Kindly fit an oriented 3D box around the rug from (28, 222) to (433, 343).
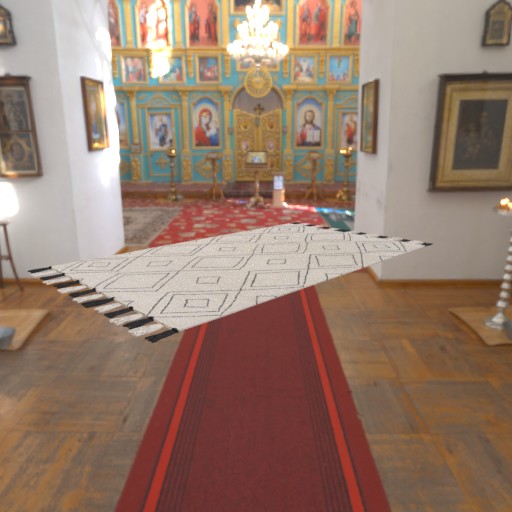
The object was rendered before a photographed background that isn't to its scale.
[{"bbox_3d":[0.000,0.000,3.303,2.755,0.021,1.524,-13,19,-43],"label":"rug"}]
